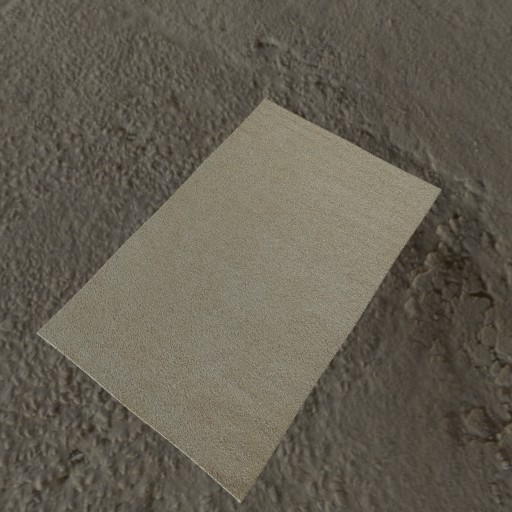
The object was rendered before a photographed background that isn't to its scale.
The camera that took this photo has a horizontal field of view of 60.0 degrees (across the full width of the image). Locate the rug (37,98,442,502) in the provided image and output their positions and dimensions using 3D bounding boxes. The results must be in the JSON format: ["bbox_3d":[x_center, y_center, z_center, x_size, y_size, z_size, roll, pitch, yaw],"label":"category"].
[{"bbox_3d":[0.000,0.000,2.855,1.500,0.025,2.346,33,67,15],"label":"rug"}]
